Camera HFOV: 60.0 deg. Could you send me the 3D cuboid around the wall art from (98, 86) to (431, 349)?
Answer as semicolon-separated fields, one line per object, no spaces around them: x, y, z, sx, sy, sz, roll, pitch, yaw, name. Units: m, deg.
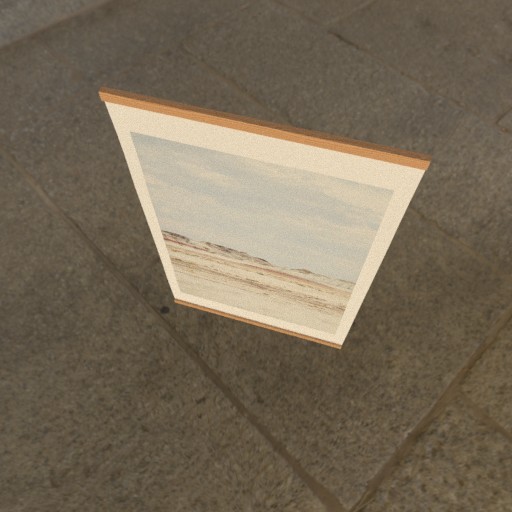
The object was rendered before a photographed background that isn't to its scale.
0.000;0.000;1.952;1.011;1.521;0.025;14;60;9;wall art
